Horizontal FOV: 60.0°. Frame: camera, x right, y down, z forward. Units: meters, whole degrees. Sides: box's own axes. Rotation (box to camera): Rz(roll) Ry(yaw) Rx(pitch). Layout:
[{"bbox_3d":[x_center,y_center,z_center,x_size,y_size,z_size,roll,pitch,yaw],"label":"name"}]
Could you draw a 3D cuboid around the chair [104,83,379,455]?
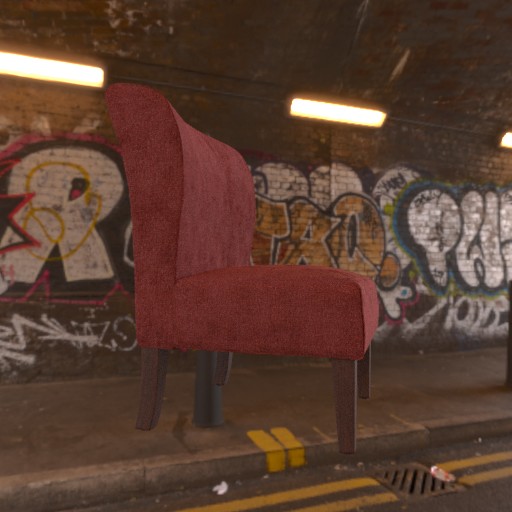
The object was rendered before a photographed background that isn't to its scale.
[{"bbox_3d":[0.000,0.000,1.226,0.640,0.846,0.538,-1,-3,19],"label":"chair"}]
